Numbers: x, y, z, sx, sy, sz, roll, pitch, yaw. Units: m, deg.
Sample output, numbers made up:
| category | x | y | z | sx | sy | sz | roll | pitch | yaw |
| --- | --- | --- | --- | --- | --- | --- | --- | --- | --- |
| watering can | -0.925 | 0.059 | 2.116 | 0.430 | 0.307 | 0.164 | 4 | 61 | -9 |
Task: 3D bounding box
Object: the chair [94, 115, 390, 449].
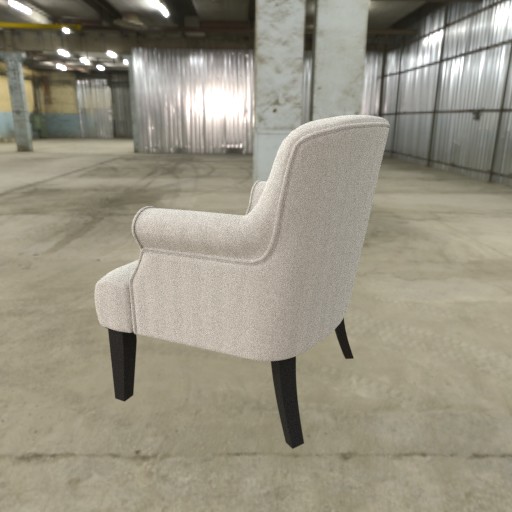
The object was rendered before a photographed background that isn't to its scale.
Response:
| category | x | y | z | sx | sy | sz | roll | pitch | yaw |
| --- | --- | --- | --- | --- | --- | --- | --- | --- | --- |
| chair | 0.000 | 0.000 | 1.457 | 0.750 | 0.875 | 0.781 | 8 | 18 | 26 |
